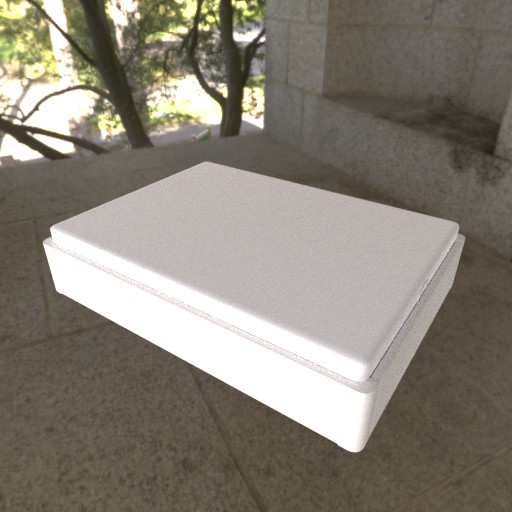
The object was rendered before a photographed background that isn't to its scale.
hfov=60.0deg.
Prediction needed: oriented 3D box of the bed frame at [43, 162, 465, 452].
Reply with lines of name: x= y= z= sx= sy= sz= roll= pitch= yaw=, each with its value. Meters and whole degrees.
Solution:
bed frame: x=0.000 y=0.000 z=2.504 sx=1.900 sy=0.406 sz=1.400 roll=20 pitch=36 yaw=29
